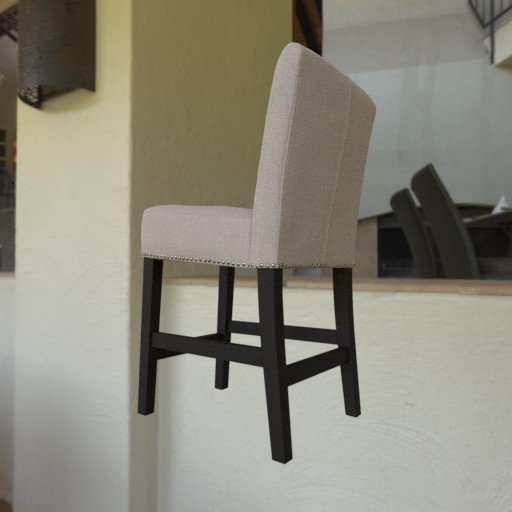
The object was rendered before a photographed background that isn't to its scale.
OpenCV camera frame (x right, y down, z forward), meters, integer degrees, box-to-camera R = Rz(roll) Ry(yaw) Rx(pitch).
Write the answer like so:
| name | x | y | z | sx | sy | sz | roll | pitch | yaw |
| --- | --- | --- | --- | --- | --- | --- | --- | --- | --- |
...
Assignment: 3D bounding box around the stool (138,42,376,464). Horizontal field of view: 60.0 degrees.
| name | x | y | z | sx | sy | sz | roll | pitch | yaw |
| --- | --- | --- | --- | --- | --- | --- | --- | --- | --- |
| stool | 0.000 | 0.000 | 1.221 | 0.571 | 0.885 | 0.427 | -1 | -2 | 36 |
